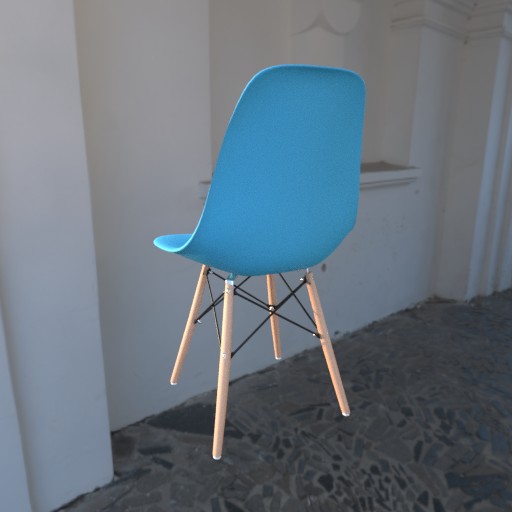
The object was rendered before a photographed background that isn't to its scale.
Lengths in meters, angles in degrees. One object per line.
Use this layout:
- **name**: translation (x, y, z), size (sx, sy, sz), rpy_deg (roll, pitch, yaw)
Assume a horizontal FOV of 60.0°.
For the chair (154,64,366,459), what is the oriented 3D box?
- **chair**: translation (0.000, 0.000, 1.130), size (0.470, 0.826, 0.531), rpy_deg (-7, 16, -26)
